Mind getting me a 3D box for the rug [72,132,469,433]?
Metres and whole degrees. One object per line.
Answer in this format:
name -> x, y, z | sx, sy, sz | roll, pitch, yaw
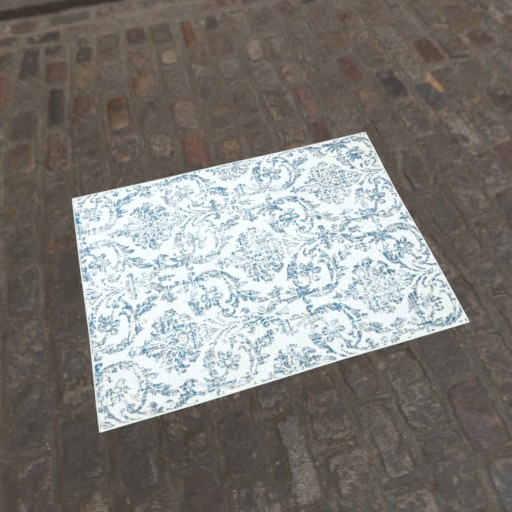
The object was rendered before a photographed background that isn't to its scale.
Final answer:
rug -> 0.000, 0.000, 2.859 | 2.197, 0.014, 1.586 | -14, 63, -8
